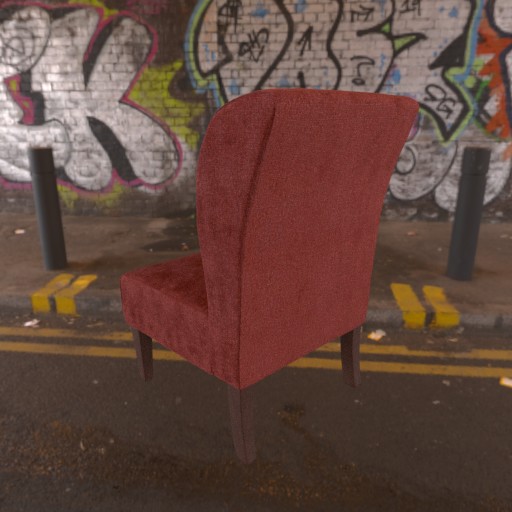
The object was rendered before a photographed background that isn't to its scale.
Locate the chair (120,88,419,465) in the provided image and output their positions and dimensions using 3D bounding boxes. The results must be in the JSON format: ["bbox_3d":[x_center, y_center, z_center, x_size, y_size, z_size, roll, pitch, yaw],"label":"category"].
[{"bbox_3d":[0.000,0.000,1.245,0.538,0.846,0.640,-16,23,-42],"label":"chair"}]
